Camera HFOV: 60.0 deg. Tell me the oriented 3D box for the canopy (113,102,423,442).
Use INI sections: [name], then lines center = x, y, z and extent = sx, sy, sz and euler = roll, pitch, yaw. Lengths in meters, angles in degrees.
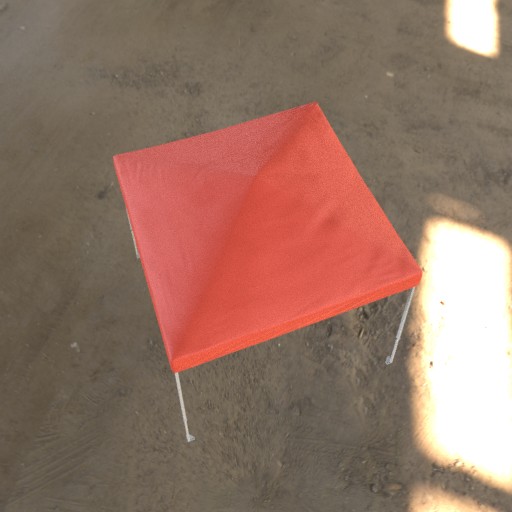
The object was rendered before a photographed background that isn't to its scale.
[canopy]
center = 0.000, 0.000, 5.118
extent = 2.850, 2.850, 2.849
euler = -18, 62, -10
